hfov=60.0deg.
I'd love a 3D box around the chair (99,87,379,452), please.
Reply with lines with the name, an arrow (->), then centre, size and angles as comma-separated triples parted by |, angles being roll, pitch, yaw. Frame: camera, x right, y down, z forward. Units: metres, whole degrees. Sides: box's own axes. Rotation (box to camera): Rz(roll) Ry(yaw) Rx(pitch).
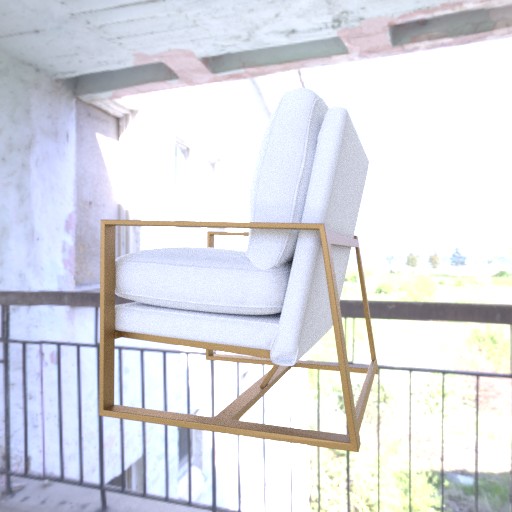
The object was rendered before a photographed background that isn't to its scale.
chair -> 0.000, 0.000, 1.602 | 0.813, 0.966, 0.805 | 0, 0, 19
